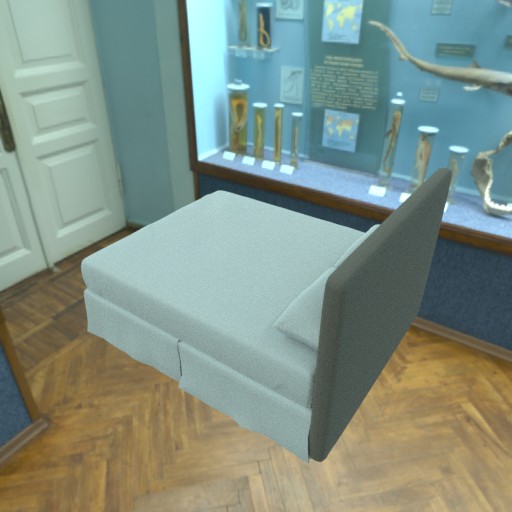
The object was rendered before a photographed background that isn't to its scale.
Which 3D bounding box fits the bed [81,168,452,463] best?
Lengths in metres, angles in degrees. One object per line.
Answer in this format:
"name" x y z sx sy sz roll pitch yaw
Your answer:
"bed" 0.000 0.000 3.292 2.142 1.330 1.748 21 37 30
